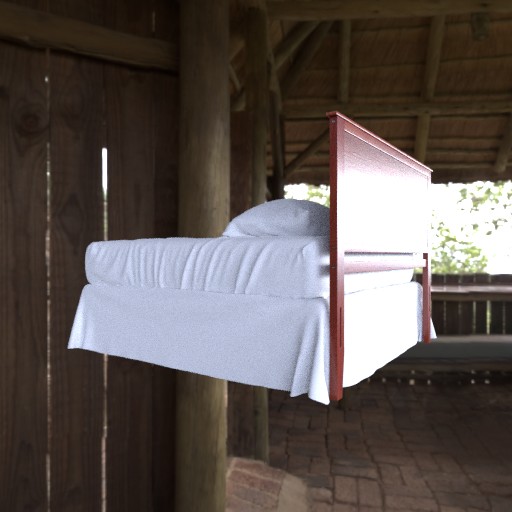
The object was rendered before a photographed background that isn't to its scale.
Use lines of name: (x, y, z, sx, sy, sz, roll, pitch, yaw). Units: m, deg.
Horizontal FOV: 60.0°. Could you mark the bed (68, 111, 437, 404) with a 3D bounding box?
bed: (0.000, 0.000, 3.184, 2.050, 1.270, 1.870, 0, 0, 35)
